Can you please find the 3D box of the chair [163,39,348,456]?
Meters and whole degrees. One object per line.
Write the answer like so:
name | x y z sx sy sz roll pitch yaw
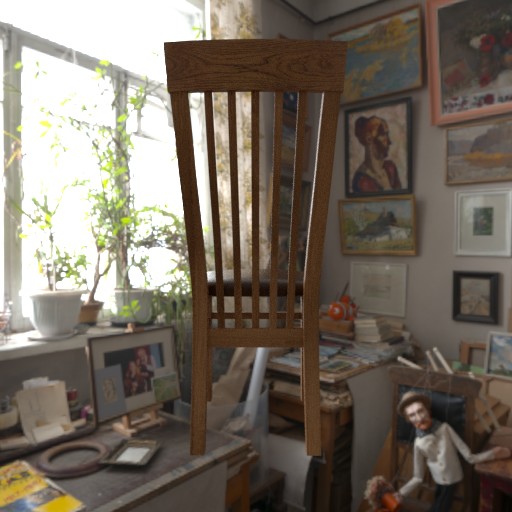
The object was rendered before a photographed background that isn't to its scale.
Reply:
chair | 0.000 0.000 1.358 0.450 1.050 0.580 0 0 0
